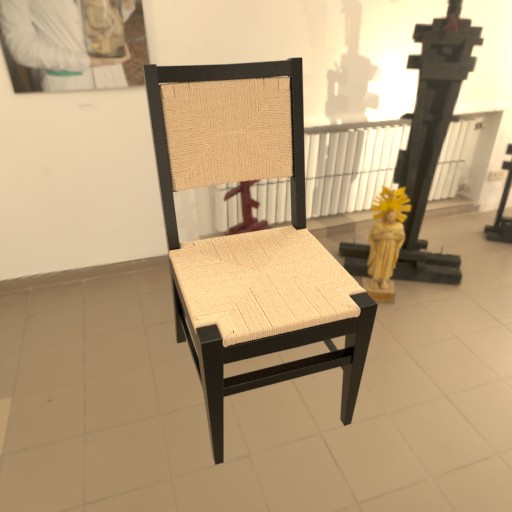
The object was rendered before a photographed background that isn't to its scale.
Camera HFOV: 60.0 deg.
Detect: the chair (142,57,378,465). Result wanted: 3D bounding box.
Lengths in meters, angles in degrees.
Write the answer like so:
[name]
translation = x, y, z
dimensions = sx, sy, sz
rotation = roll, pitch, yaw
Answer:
[chair]
translation = 0.000, 0.000, 1.211
dimensions = 0.437, 0.927, 0.552
rotation = -10, 32, -16
